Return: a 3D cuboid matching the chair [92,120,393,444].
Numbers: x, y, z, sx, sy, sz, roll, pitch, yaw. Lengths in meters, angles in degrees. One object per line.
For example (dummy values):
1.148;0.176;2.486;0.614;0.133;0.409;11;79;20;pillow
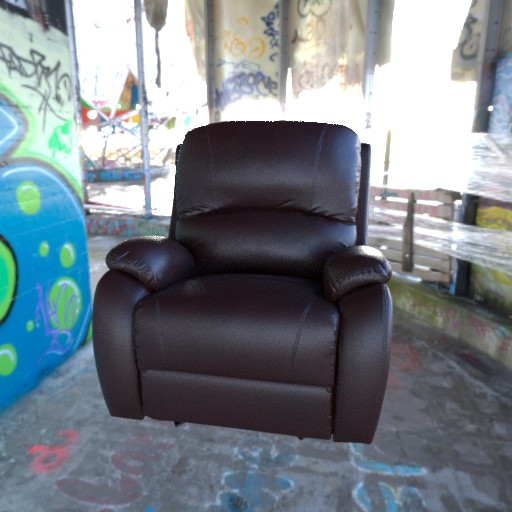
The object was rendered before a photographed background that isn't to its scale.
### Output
0.000;0.000;1.672;0.930;1.011;0.899;2;15;9;chair
